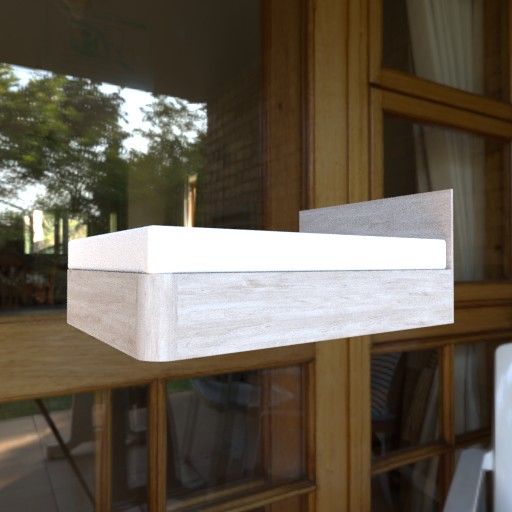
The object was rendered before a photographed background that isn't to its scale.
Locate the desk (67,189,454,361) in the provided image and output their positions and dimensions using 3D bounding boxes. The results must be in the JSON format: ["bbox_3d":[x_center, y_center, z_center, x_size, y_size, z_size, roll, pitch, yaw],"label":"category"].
[{"bbox_3d":[0.000,0.000,2.688,1.900,0.800,1.400,1,-1,-35],"label":"desk"}]
